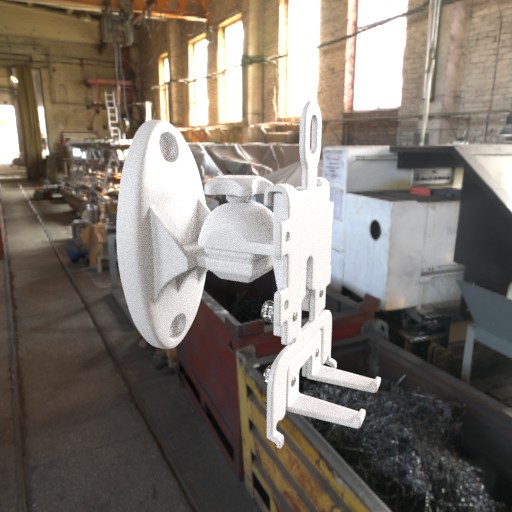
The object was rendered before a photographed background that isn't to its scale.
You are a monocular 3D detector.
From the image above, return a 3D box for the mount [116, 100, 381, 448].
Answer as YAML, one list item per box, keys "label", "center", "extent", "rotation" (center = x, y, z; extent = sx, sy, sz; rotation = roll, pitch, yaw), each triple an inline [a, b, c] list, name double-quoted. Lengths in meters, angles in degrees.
- label: "mount"
  center: [0.000, 0.000, 0.180]
  extent: [0.100, 0.118, 0.066]
  rotation: [7, 16, 26]
